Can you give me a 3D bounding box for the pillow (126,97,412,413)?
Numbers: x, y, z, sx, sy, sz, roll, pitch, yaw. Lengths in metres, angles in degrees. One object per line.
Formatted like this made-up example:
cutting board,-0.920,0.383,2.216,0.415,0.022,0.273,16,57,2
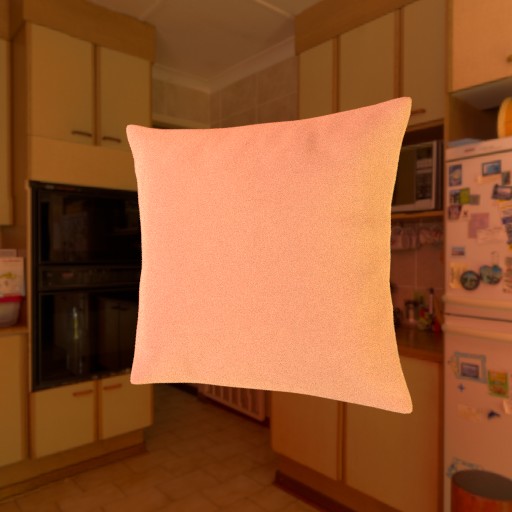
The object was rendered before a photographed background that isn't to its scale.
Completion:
pillow,0.000,0.000,0.788,0.526,0.507,0.166,0,1,18
